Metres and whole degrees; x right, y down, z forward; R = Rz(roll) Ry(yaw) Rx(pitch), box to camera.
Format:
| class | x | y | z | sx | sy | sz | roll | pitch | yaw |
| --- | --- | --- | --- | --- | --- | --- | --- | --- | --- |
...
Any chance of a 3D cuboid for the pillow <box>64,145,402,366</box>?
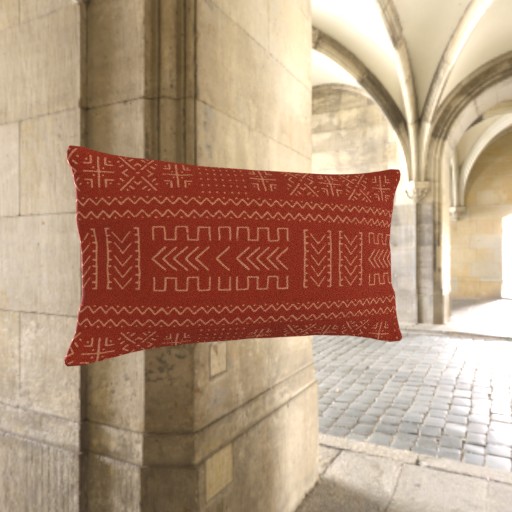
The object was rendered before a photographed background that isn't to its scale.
| class | x | y | z | sx | sy | sz | roll | pitch | yaw |
| --- | --- | --- | --- | --- | --- | --- | --- | --- | --- |
| pillow | 0.000 | 0.000 | 0.800 | 0.640 | 0.352 | 0.130 | 0 | 0 | -19 |
